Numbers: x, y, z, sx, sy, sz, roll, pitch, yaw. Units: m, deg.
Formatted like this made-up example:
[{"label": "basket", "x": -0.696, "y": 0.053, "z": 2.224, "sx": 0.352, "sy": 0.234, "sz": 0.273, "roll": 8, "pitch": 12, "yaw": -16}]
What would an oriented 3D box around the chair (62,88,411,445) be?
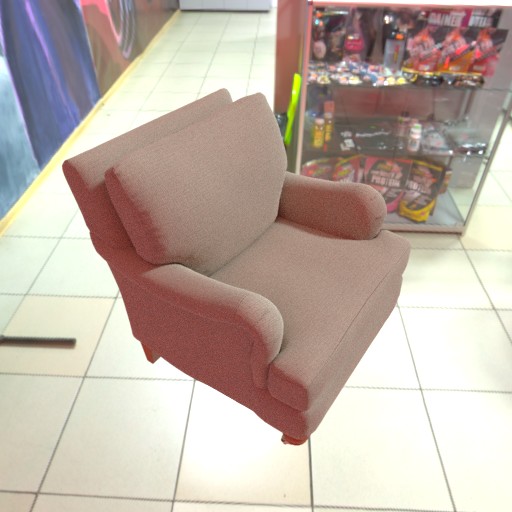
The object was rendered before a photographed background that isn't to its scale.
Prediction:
[{"label": "chair", "x": 0.000, "y": 0.000, "z": 1.863, "sx": 1.070, "sy": 1.038, "sz": 0.955, "roll": 25, "pitch": 46, "yaw": 26}]
